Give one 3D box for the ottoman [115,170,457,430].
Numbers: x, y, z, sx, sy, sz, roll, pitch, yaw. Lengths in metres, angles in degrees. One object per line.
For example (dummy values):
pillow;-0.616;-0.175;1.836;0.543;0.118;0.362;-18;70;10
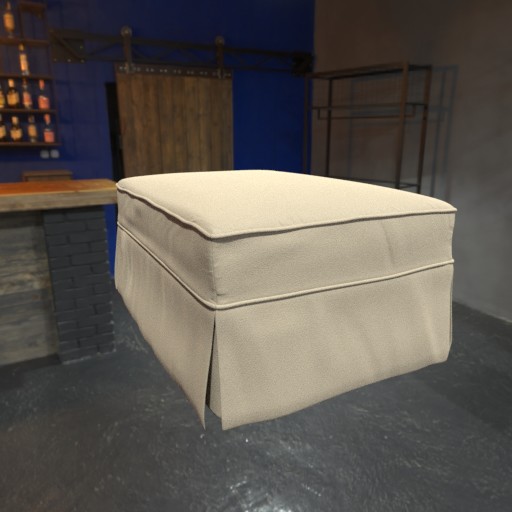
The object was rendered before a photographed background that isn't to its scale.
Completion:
ottoman;0.000;0.000;1.347;0.721;0.482;0.959;-8;18;-27
